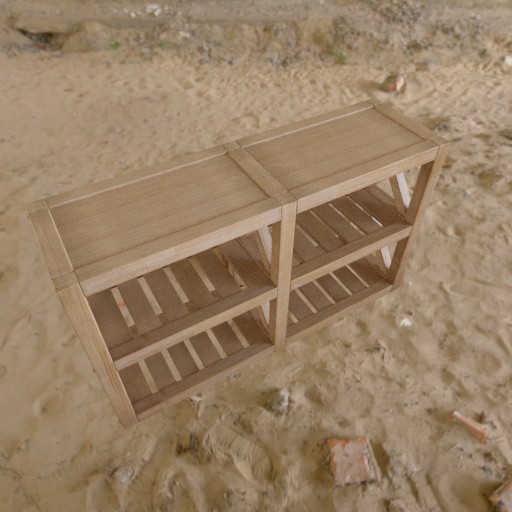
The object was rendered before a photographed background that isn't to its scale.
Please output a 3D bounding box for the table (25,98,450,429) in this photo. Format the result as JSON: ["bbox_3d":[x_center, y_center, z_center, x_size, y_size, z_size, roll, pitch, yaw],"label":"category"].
[{"bbox_3d":[0.000,0.000,1.653,1.320,0.762,0.381,-23,50,-21],"label":"table"}]
